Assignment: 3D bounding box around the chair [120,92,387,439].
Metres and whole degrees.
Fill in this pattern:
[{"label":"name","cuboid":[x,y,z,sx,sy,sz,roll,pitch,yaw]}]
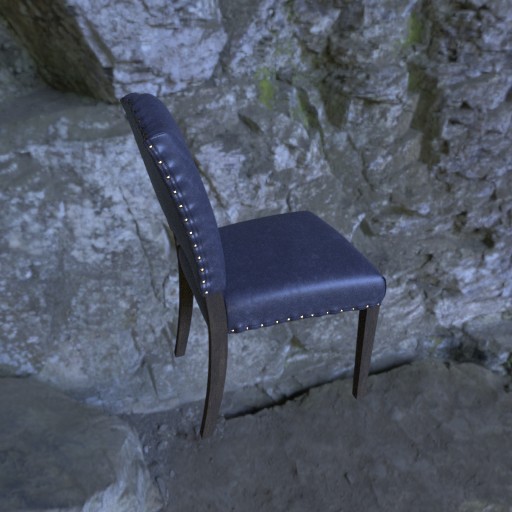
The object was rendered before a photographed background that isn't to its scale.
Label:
[{"label":"chair","cuboid":[0.000,0.000,1.364,0.633,0.991,0.500,-11,33,-18]}]
